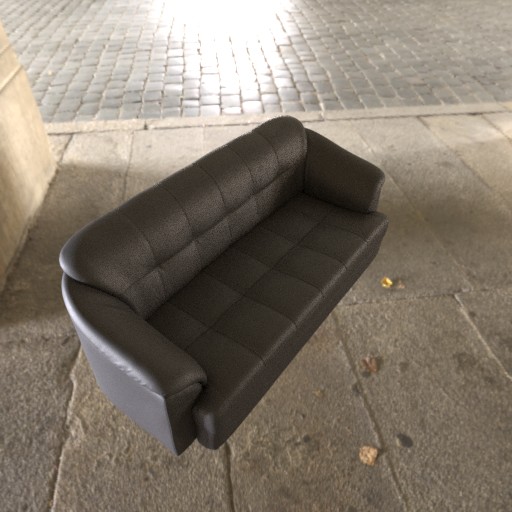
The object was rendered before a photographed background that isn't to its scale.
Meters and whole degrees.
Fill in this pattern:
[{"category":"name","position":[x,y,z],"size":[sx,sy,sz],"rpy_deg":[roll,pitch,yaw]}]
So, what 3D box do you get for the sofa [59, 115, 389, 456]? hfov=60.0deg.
[{"category":"sofa","position":[0.000,0.000,2.235],"size":[0.800,0.811,1.829],"rpy_deg":[26,47,27]}]
